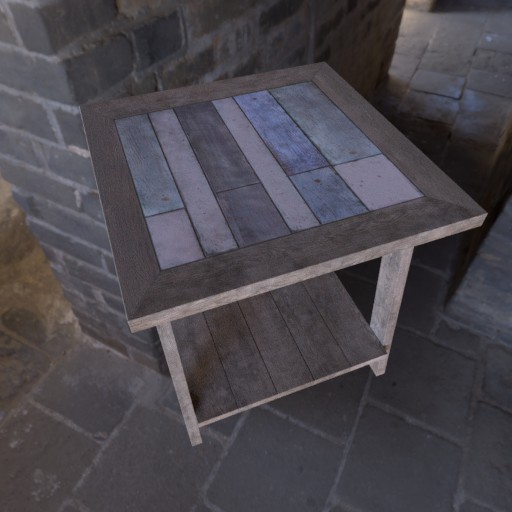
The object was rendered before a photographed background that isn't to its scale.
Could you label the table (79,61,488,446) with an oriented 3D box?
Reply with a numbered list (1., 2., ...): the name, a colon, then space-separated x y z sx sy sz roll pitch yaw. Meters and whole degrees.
1. table: 0.000 0.000 1.095 0.610 0.610 0.610 -16 50 -14
